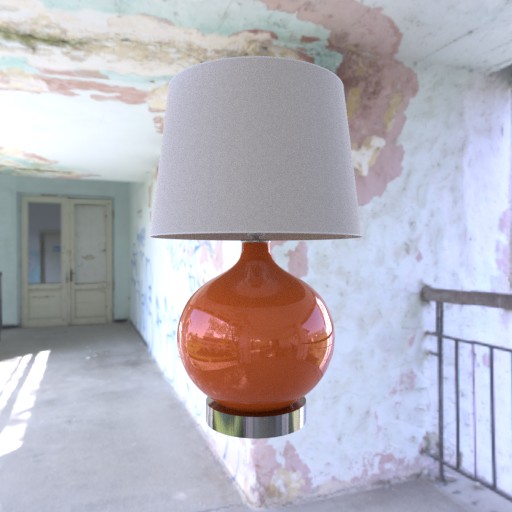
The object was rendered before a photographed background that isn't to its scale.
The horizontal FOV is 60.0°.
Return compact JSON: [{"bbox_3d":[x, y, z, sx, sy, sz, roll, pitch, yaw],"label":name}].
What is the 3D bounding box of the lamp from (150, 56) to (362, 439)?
[{"bbox_3d":[0.000,0.000,0.529,0.247,0.387,0.247,0,0,0],"label":"lamp"}]
